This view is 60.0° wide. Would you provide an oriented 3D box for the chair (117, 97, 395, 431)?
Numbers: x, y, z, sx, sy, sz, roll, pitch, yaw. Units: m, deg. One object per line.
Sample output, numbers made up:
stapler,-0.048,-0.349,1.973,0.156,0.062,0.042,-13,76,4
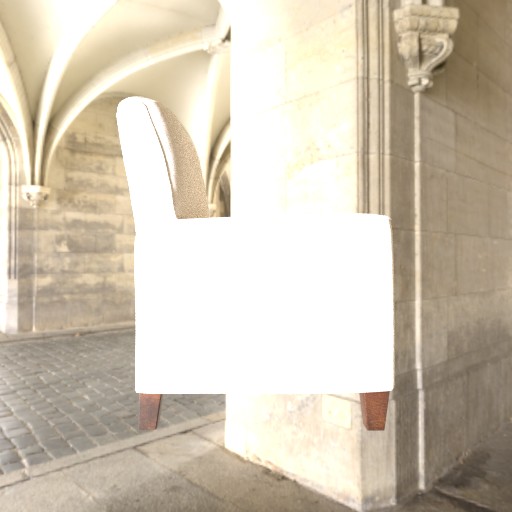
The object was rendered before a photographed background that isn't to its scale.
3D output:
chair,0.000,0.000,1.670,0.858,1.028,0.841,0,-1,0
